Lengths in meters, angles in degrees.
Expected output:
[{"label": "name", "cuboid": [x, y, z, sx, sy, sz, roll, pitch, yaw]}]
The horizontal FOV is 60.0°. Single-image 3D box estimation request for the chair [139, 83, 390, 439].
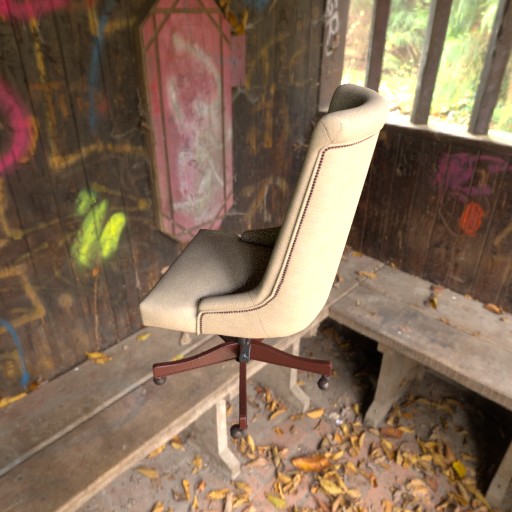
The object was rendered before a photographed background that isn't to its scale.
[{"label": "chair", "cuboid": [0.000, 0.000, 1.430, 0.696, 1.010, 0.645, 7, 31, 13]}]
